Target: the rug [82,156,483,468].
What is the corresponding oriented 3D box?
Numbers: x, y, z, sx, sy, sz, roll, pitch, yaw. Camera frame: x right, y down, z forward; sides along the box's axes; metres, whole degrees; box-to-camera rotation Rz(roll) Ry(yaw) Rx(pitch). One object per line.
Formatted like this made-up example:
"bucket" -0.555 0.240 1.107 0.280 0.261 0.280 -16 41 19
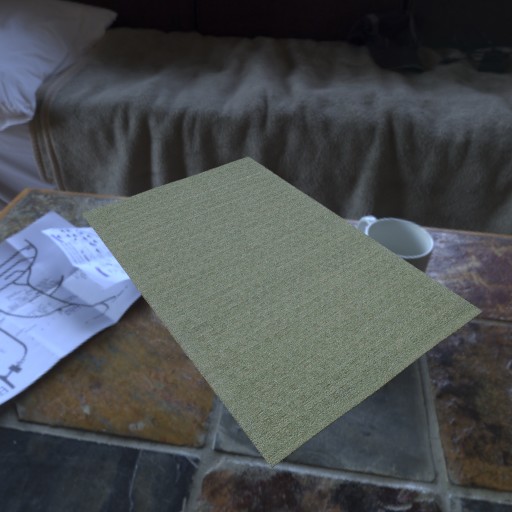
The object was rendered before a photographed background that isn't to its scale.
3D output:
"rug" 0.000 0.000 2.189 1.143 0.006 1.747 -25 46 -27
